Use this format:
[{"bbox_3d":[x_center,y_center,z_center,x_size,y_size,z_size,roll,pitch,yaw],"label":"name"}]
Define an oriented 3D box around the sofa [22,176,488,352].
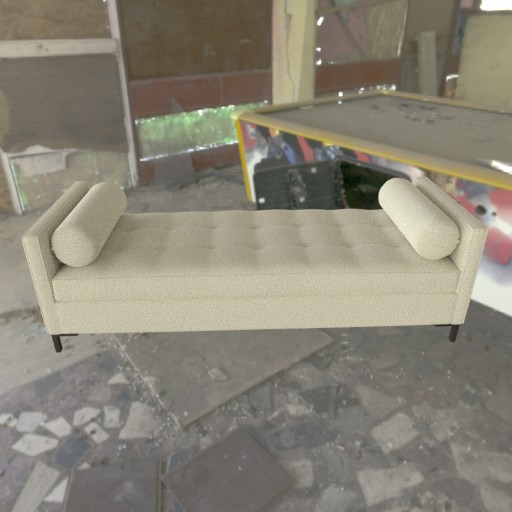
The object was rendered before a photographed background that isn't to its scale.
[{"bbox_3d":[0.000,0.000,2.313,1.985,0.641,0.746,-1,28,-2],"label":"sofa"}]
